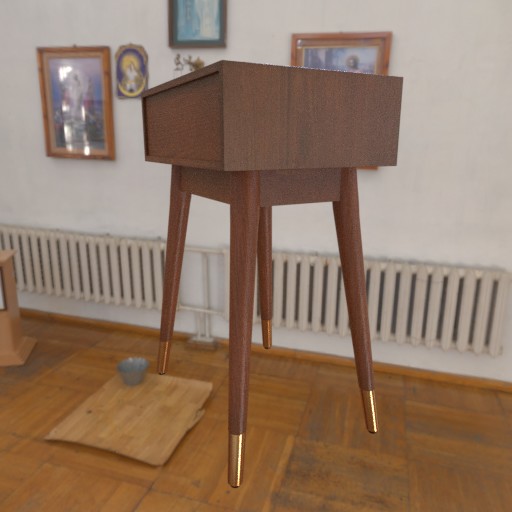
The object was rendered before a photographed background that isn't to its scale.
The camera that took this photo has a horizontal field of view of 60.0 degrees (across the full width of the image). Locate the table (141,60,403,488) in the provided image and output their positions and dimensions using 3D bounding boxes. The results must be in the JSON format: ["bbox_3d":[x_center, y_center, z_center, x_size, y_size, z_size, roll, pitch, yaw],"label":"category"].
[{"bbox_3d":[0.000,0.000,0.828,0.300,0.599,0.406,-7,16,-27],"label":"table"}]
